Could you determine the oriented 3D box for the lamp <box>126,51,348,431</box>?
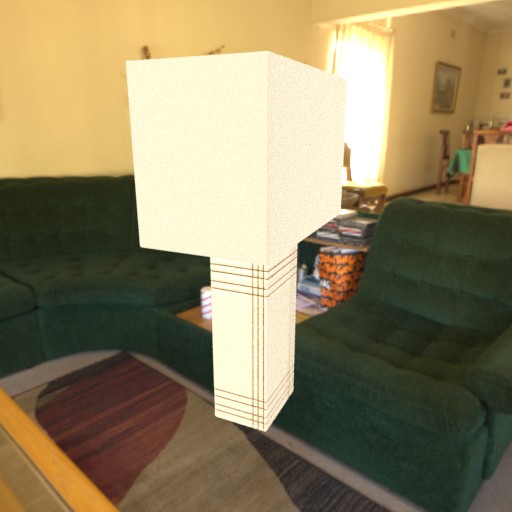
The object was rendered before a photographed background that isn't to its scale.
[{"bbox_3d":[0.000,0.000,0.701,0.182,0.543,0.334,8,18,24],"label":"lamp"}]
